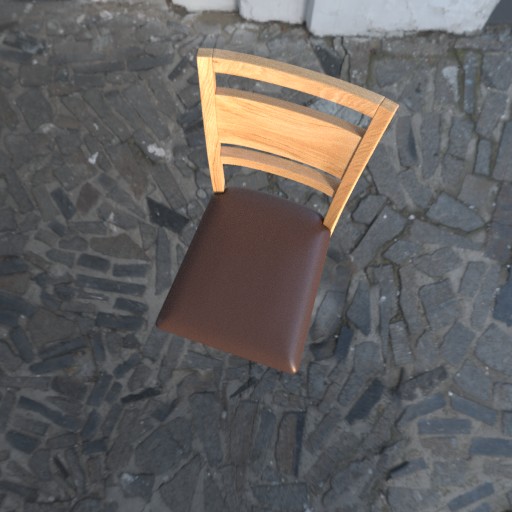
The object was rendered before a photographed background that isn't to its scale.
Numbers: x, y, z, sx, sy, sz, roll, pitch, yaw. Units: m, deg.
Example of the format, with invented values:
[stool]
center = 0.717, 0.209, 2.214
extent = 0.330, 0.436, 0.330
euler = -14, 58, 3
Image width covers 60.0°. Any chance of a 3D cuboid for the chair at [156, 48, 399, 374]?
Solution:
[chair]
center = 0.000, 0.000, 1.234
extent = 0.420, 0.940, 0.545
euler = 18, 76, 5
